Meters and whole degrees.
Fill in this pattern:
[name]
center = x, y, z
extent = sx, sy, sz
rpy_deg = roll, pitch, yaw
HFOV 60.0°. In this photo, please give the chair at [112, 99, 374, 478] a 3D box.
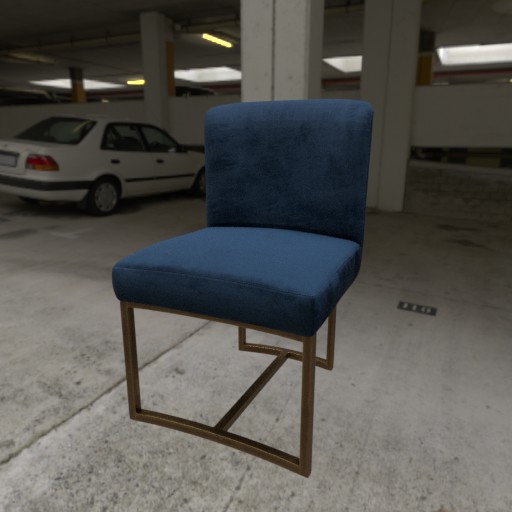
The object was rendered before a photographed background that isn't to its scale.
[chair]
center = 0.000, 0.000, 1.188
extent = 0.530, 0.824, 0.560
rpy_deg = 7, 16, 24
